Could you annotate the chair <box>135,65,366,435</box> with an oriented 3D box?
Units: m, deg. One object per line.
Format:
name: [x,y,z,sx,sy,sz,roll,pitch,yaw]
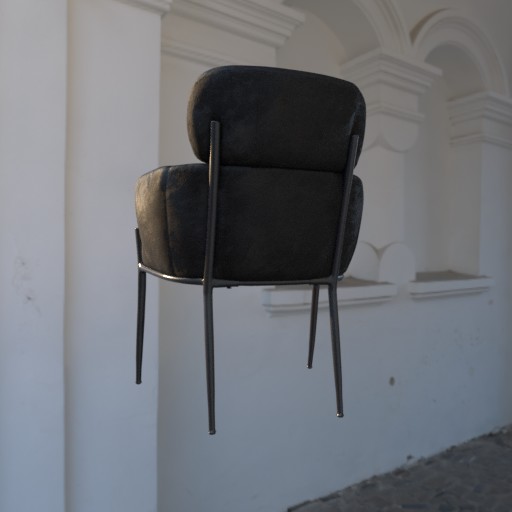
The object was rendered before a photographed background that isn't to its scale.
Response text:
chair: [0.000,0.000,1.244,0.640,0.818,0.604,0,0,-19]
